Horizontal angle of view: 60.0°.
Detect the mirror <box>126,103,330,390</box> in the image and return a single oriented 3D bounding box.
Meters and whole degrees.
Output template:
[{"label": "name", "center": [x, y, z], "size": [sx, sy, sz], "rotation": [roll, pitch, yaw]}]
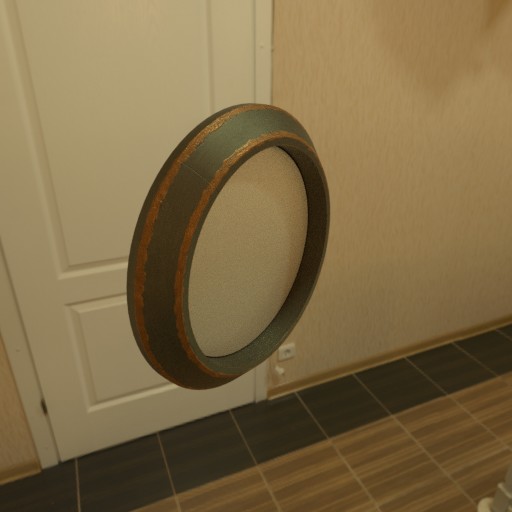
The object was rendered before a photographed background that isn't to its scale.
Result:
[{"label": "mirror", "center": [0.000, 0.000, 1.399], "size": [0.111, 0.907, 0.907], "rotation": [19, 31, 34]}]
